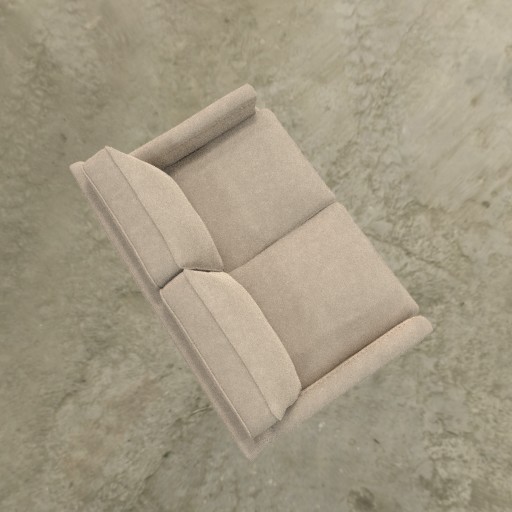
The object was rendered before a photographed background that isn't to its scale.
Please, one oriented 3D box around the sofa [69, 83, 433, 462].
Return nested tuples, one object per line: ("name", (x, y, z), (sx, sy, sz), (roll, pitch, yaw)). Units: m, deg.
("sofa", (0.000, 0.000, 2.278), (1.084, 1.002, 1.597), (-33, 78, -8))
